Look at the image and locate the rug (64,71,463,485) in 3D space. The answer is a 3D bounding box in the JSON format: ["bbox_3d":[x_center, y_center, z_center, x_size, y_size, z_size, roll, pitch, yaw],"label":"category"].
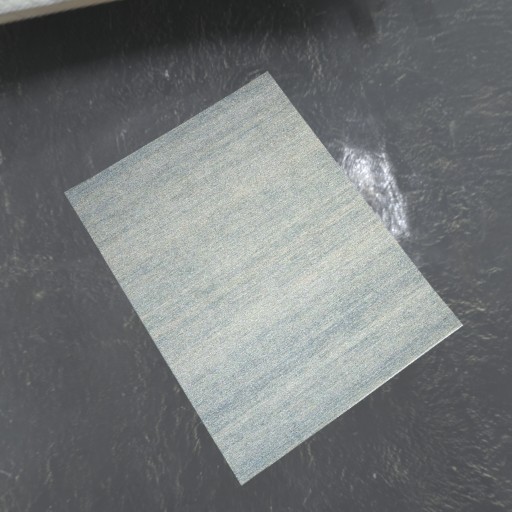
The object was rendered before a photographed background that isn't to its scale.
[{"bbox_3d":[0.000,0.000,4.250,2.461,0.046,3.237,-33,79,-7],"label":"rug"}]
